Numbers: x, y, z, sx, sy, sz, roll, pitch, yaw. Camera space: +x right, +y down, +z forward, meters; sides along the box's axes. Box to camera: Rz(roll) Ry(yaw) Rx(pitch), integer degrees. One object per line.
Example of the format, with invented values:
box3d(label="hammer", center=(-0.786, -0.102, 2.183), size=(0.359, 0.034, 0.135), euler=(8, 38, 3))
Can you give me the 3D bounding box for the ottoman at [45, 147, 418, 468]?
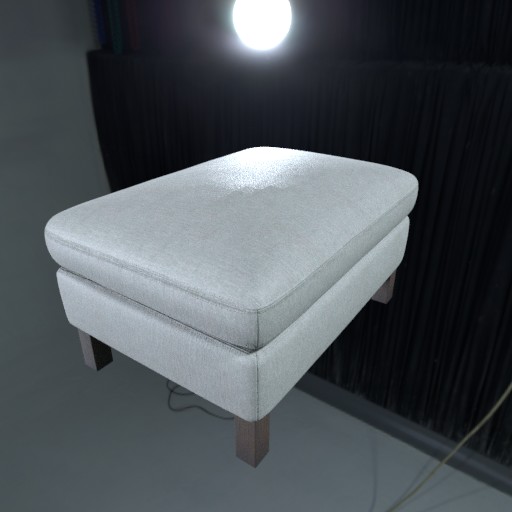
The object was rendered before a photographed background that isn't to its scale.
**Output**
box3d(label="ottoman", center=(0.000, 0.000, 1.030), size=(0.528, 0.404, 0.735), euler=(17, 32, 31))
